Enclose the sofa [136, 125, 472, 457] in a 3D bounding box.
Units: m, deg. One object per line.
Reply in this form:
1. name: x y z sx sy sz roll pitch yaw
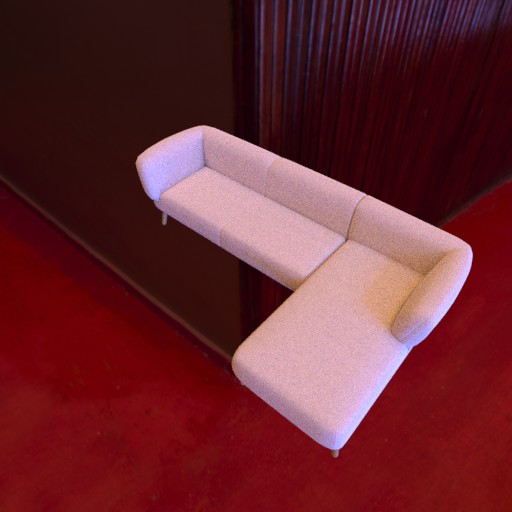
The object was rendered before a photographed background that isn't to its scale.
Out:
1. sofa: 0.000 0.000 3.326 2.660 0.730 1.610 31 53 27
